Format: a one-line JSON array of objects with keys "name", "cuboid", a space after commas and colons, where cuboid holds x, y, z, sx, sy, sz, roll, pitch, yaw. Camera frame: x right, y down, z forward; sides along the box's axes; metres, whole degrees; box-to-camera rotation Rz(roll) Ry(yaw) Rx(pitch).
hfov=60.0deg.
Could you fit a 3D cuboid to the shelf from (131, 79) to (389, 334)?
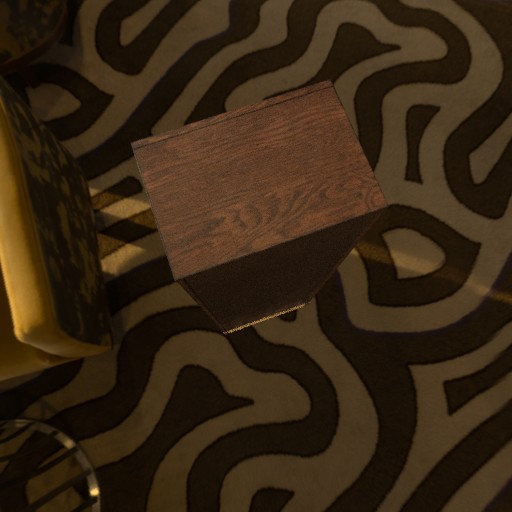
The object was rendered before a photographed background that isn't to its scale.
[{"name": "shelf", "cuboid": [0.000, 0.000, 1.922, 0.539, 1.732, 0.395, -19, 77, -5]}]
